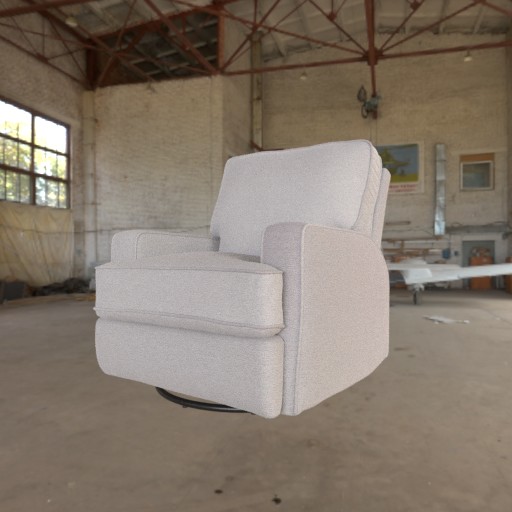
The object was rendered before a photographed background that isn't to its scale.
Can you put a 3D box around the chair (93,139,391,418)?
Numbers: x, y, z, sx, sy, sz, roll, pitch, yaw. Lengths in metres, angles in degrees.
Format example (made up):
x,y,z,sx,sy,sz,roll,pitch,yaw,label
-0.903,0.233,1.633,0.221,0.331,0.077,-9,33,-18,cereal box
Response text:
x,y,z,sx,sy,sz,roll,pitch,yaw,label
0.000,0.000,1.728,0.861,0.964,0.969,0,0,36,chair
